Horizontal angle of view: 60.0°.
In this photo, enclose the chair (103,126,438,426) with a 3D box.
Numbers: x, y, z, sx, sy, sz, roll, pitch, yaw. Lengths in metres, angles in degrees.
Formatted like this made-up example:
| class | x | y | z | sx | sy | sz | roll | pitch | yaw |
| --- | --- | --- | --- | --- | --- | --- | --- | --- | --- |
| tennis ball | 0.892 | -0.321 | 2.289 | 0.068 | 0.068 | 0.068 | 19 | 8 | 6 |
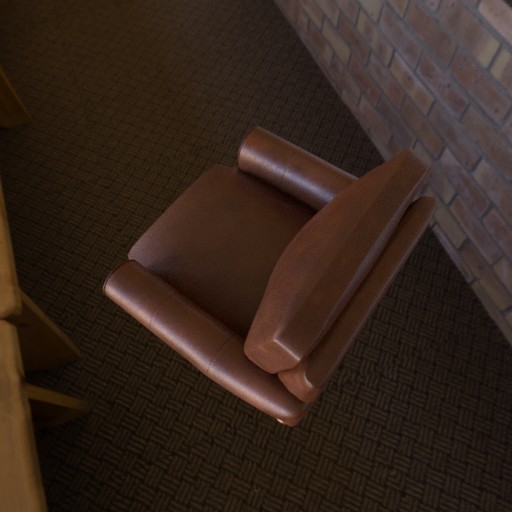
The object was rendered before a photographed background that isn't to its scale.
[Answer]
| class | x | y | z | sx | sy | sz | roll | pitch | yaw |
| --- | --- | --- | --- | --- | --- | --- | --- | --- | --- |
| chair | 0.000 | 0.000 | 1.774 | 0.992 | 0.972 | 0.989 | 33 | 67 | 16 |
